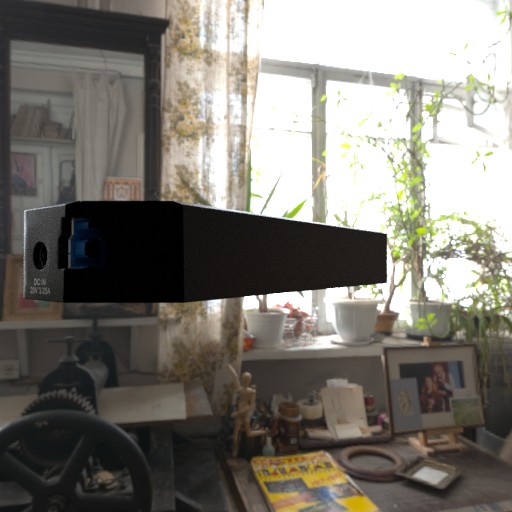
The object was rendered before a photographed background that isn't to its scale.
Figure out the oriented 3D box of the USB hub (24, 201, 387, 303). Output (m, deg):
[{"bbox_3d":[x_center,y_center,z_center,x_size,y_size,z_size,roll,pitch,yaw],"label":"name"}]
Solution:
[{"bbox_3d":[0.000,0.000,0.158,0.044,0.023,0.145,-1,-1,37],"label":"USB hub"}]
